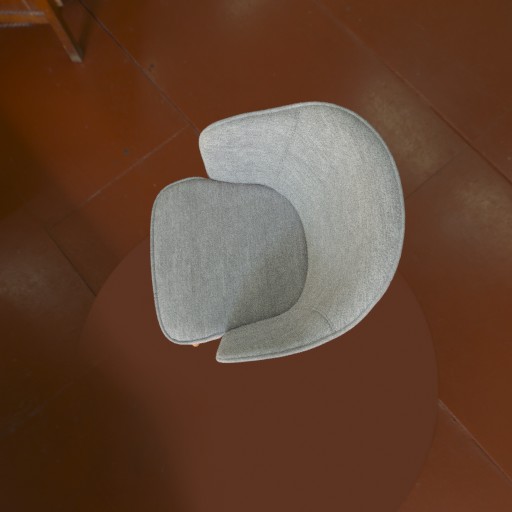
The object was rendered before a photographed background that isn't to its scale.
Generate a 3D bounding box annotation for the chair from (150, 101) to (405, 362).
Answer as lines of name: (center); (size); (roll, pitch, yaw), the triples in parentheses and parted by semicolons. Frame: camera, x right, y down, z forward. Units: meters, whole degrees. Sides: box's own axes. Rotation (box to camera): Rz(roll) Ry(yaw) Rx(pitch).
chair: (0.000, 0.000, 1.165); (0.530, 0.800, 0.540); (-6, 76, -1)
